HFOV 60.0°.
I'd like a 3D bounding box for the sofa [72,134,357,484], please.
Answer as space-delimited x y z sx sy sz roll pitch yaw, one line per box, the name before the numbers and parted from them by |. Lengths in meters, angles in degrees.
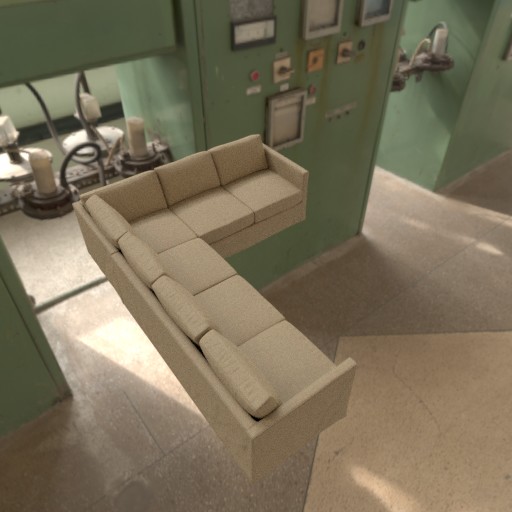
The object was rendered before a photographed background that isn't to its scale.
sofa | 0.000 0.000 4.348 2.432 0.871 3.182 -26 47 -27
